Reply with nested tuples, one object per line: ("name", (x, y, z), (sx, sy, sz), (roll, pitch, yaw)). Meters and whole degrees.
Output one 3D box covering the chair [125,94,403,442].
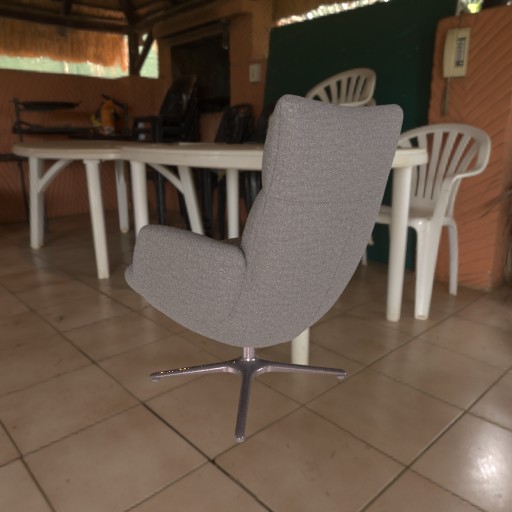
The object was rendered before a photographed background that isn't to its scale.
("chair", (0.000, 0.000, 1.535), (0.702, 0.984, 0.831), (-14, 21, -42))
